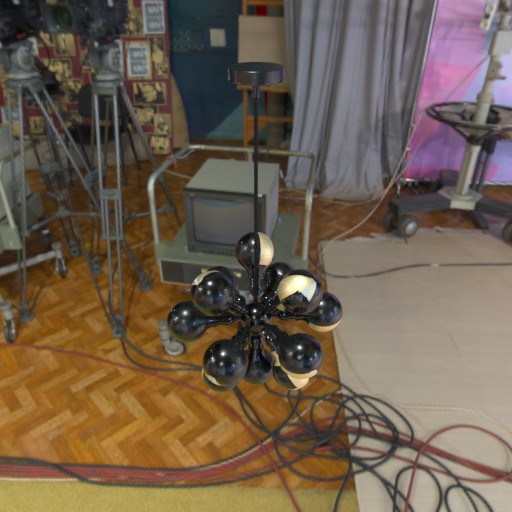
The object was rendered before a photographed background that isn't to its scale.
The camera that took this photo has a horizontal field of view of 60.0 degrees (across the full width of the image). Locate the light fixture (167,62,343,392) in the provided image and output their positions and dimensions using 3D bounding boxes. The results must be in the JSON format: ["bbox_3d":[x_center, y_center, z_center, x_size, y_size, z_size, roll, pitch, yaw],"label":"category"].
[{"bbox_3d":[0.000,0.000,1.078,0.420,0.859,0.468,-22,38,-30],"label":"light fixture"}]
